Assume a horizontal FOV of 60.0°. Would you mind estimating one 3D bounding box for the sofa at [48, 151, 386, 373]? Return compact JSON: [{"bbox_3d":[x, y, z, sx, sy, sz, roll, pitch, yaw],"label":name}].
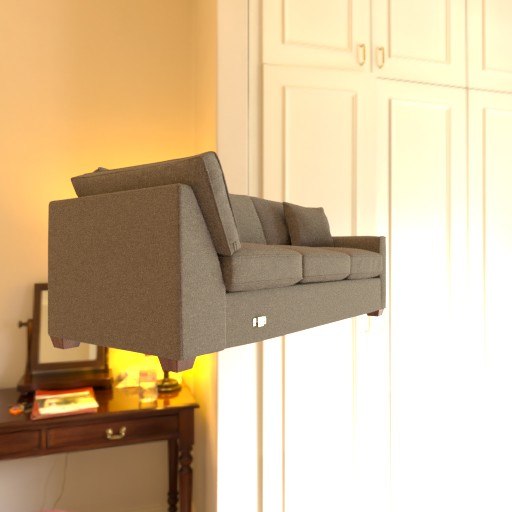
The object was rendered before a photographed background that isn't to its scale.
[{"bbox_3d":[0.000,0.000,2.950,1.061,0.962,2.317,0,0,36],"label":"sofa"}]
